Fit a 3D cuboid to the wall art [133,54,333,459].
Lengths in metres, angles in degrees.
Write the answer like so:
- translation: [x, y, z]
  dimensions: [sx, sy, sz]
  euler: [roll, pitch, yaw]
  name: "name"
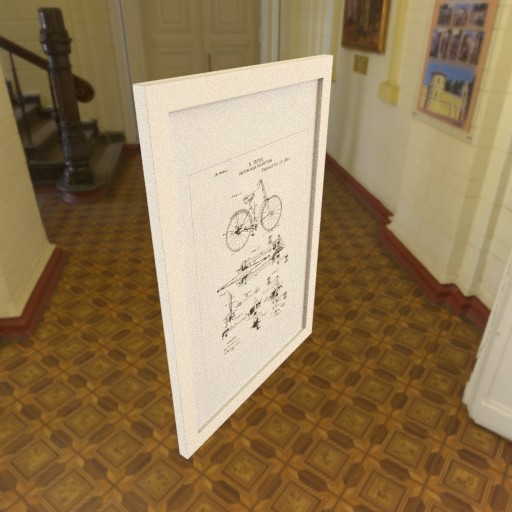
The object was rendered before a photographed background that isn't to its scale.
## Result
- translation: [0.000, 0.000, 0.603]
  dimensions: [0.015, 0.477, 0.332]
  euler: [20, 35, 31]
  name: "wall art"
